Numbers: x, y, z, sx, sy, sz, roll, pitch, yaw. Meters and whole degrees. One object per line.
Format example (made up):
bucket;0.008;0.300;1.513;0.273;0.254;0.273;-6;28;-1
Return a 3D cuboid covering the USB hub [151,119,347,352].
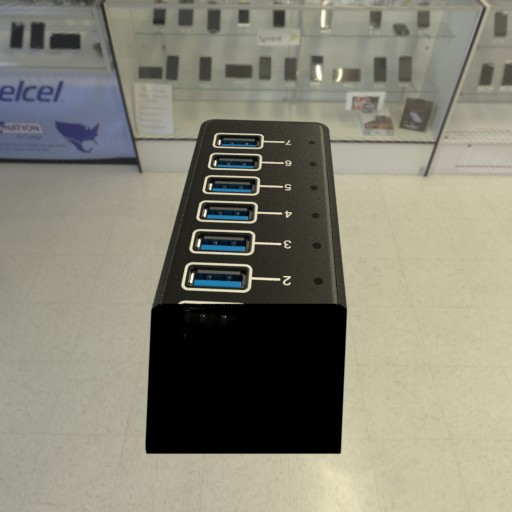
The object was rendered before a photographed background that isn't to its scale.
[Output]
USB hub;0.000;0.000;0.126;0.044;0.023;0.110;2;47;2
